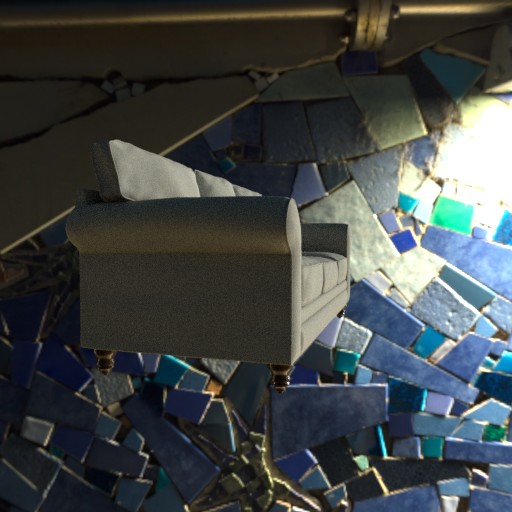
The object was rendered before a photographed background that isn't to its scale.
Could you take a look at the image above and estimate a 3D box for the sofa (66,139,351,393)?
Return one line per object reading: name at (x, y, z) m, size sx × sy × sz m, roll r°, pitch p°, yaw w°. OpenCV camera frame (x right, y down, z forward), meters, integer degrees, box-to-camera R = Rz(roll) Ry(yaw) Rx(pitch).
sofa at (0.000, 0.000, 2.571) m, size 0.916 × 0.961 × 2.084 m, roll 0°, pitch 1°, yaw 18°
